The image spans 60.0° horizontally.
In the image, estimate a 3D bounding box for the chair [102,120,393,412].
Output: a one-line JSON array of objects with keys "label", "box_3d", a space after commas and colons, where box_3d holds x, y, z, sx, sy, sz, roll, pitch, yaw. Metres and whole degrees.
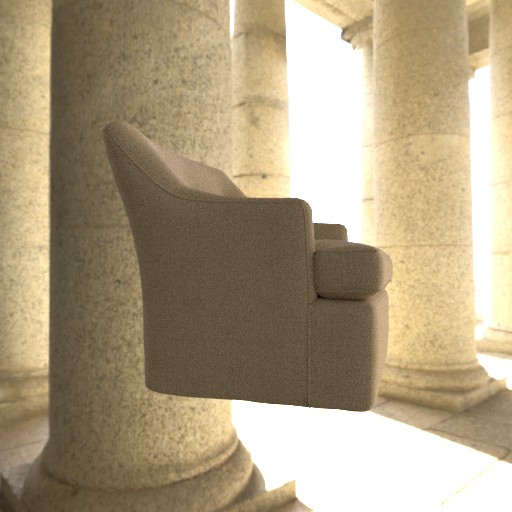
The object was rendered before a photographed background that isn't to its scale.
[{"label": "chair", "box_3d": [0.000, 0.000, 1.592, 0.923, 0.856, 0.864, 0, -1, 19]}]
